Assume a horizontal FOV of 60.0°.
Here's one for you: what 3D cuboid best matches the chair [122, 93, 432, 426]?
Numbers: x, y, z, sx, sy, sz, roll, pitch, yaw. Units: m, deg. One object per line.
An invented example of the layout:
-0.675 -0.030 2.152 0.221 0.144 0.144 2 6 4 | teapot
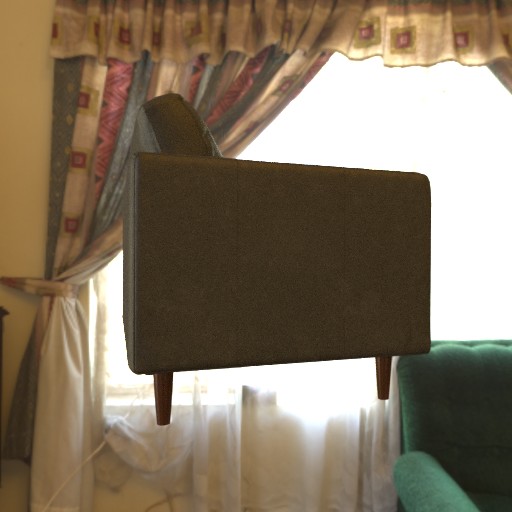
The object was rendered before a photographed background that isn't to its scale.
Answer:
0.000 0.000 1.536 0.879 0.898 0.831 0 0 -18 | chair
